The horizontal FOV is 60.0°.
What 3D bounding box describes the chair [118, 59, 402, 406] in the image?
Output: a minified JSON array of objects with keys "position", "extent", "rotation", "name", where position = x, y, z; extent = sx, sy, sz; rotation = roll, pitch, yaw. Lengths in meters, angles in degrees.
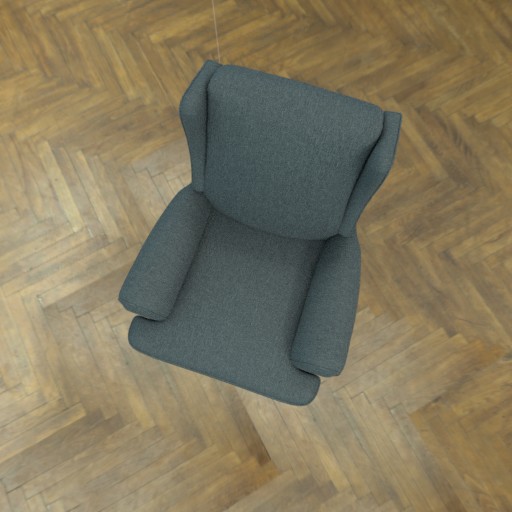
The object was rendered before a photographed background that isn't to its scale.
[{"position":[0.000,0.000,1.712],"extent":[0.847,1.011,0.969],"rotation":[18,75,5],"name":"chair"}]
